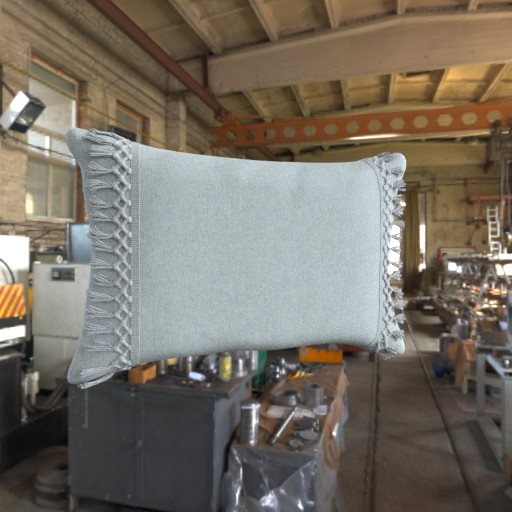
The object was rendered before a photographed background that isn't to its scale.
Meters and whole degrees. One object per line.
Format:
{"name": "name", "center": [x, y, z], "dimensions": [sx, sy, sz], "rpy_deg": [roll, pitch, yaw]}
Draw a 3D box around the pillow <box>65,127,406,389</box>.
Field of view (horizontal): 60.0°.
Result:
{"name": "pillow", "center": [0.000, 0.000, 0.586], "dimensions": [0.466, 0.305, 0.084], "rpy_deg": [0, 0, -17]}
